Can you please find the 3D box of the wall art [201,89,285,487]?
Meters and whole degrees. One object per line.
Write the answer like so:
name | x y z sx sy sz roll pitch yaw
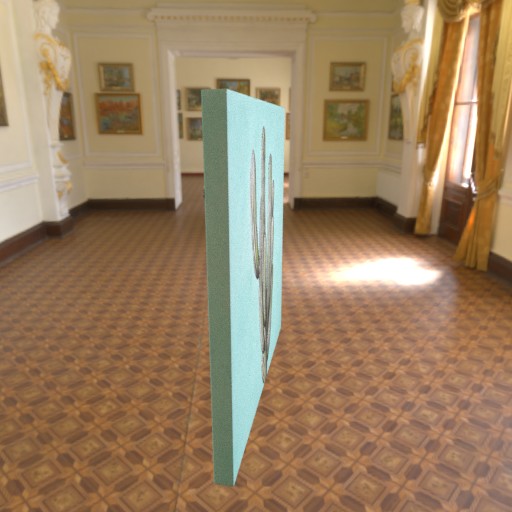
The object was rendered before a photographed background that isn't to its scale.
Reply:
wall art | 0.000 0.000 1.627 0.070 1.073 1.071 3 17 10
